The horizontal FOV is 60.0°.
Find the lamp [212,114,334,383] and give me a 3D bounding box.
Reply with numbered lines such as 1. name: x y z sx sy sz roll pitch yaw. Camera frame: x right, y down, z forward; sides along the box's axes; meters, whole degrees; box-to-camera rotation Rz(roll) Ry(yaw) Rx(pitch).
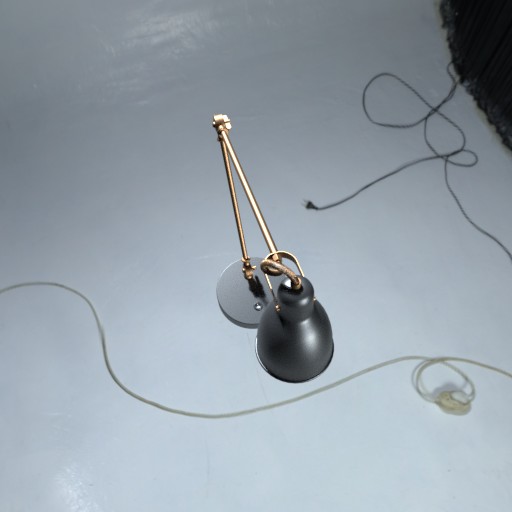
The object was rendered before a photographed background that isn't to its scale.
1. lamp: 0.000 0.000 0.901 0.187 0.587 0.561 -15 65 -7
